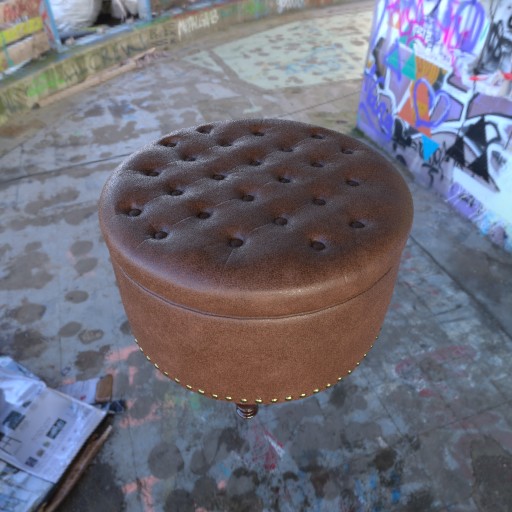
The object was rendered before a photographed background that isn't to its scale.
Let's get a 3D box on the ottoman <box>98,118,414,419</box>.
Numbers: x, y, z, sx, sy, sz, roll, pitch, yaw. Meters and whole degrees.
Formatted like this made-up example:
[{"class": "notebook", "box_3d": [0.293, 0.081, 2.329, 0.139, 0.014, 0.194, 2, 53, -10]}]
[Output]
[{"class": "ottoman", "box_3d": [0.000, 0.000, 1.045, 0.637, 0.442, 0.637, 0, 41, 0]}]
